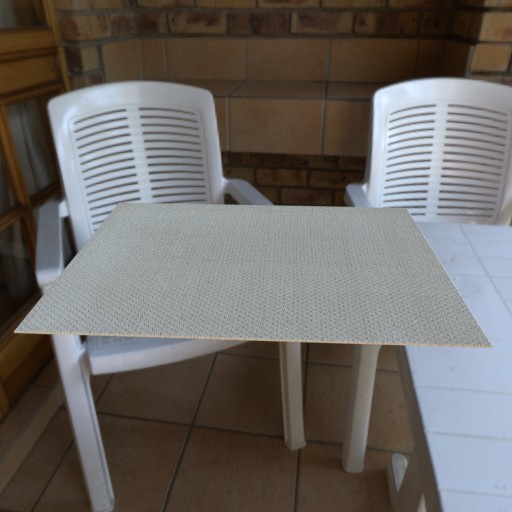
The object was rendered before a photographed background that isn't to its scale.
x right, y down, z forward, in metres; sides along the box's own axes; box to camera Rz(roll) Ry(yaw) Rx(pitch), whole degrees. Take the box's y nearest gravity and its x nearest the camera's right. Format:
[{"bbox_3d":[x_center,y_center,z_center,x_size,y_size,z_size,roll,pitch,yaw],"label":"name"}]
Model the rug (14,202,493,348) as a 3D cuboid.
[{"bbox_3d":[0.000,0.000,2.638,2.144,0.013,1.509,1,30,2],"label":"rug"}]
